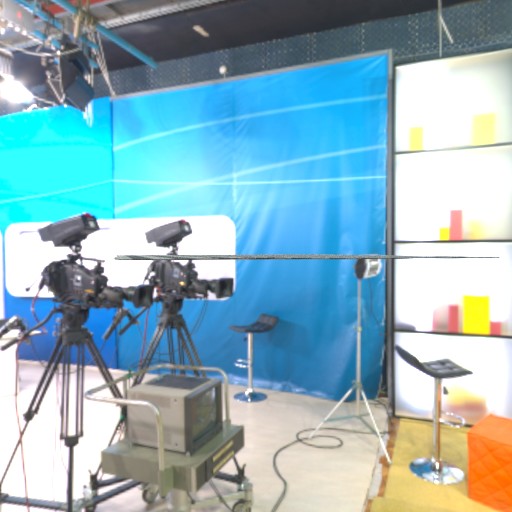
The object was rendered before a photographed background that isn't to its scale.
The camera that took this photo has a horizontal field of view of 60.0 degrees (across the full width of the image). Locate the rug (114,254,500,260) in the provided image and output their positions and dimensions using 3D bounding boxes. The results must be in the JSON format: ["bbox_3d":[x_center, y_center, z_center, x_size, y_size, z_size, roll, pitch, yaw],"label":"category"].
[{"bbox_3d":[0.000,0.000,4.005,2.432,0.013,3.021,0,1,-17],"label":"rug"}]
